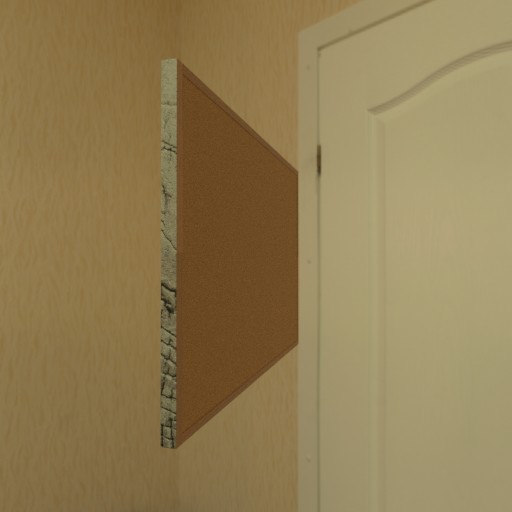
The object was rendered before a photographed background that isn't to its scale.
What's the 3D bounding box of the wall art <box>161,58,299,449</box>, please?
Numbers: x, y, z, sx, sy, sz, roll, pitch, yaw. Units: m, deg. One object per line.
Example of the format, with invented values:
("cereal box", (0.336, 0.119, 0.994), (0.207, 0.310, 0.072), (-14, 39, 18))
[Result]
("wall art", (0.000, 0.000, 1.408), (0.035, 0.758, 1.141), (0, -1, 17))
